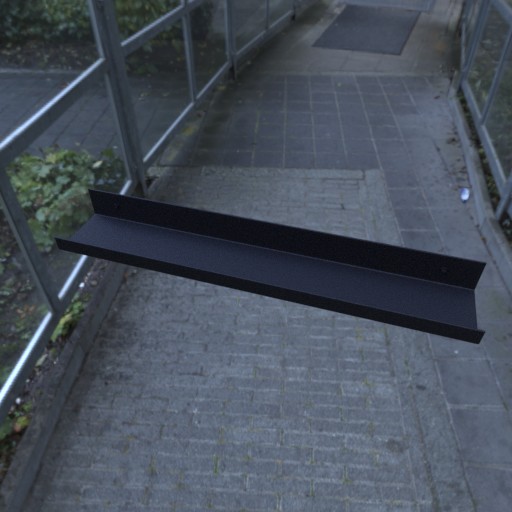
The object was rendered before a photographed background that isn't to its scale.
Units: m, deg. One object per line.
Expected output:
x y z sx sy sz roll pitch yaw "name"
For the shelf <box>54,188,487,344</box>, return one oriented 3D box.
0.000 0.000 0.633 0.605 0.053 0.102 12 42 13 "shelf"
